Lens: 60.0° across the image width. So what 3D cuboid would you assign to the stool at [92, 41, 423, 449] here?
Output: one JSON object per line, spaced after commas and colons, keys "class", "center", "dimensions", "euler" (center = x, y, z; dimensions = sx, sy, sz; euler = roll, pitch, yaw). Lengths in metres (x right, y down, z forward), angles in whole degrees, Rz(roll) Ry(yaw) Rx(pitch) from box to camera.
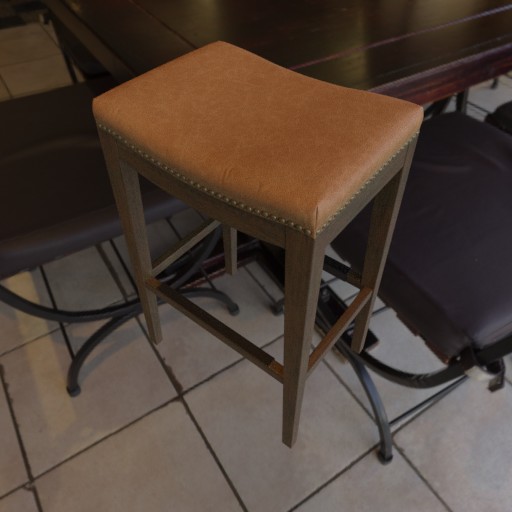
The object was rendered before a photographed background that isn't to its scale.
{"class": "stool", "center": [0.000, 0.000, 1.013], "dimensions": [0.500, 0.759, 0.361], "euler": [30, 53, 25]}
